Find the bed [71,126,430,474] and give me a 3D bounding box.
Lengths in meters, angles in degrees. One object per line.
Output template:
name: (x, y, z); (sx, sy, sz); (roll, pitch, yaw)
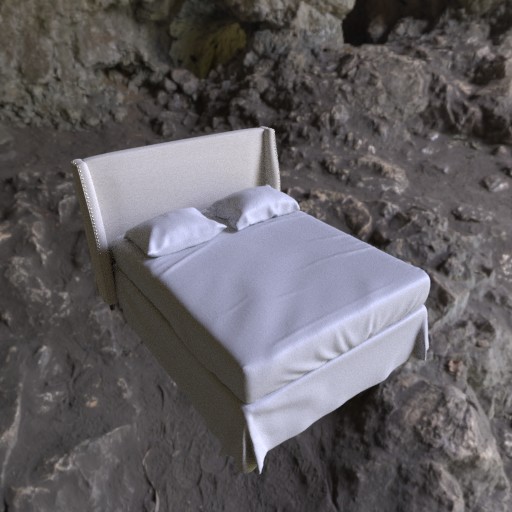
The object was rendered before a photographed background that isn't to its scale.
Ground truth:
bed: (0.000, 0.000, 3.423); (1.925, 1.332, 2.276); (-20, 35, -31)
